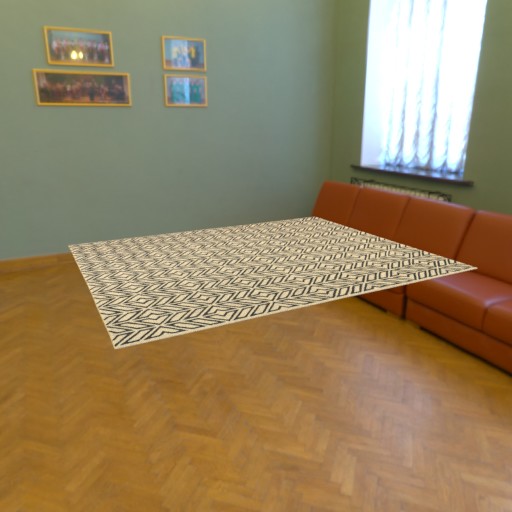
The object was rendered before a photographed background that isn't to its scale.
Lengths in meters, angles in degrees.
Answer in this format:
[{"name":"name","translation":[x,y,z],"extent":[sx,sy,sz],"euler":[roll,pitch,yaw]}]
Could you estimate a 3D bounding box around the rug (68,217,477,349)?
[{"name":"rug","translation":[0.000,0.000,4.161],"extent":[3.045,0.008,2.421],"euler":[-9,19,-26]}]
